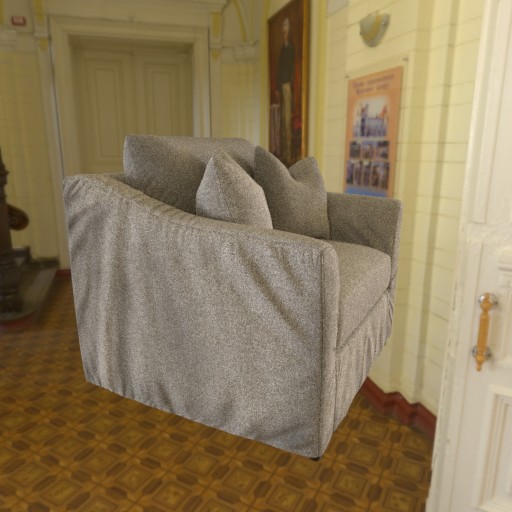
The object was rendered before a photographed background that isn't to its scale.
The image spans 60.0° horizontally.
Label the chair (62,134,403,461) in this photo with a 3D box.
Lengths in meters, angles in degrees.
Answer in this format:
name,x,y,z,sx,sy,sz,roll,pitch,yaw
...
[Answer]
name,x,y,z,sx,sy,sz,roll,pitch,yaw
chair,0.000,0.000,2.009,1.071,1.059,1.194,7,16,27
